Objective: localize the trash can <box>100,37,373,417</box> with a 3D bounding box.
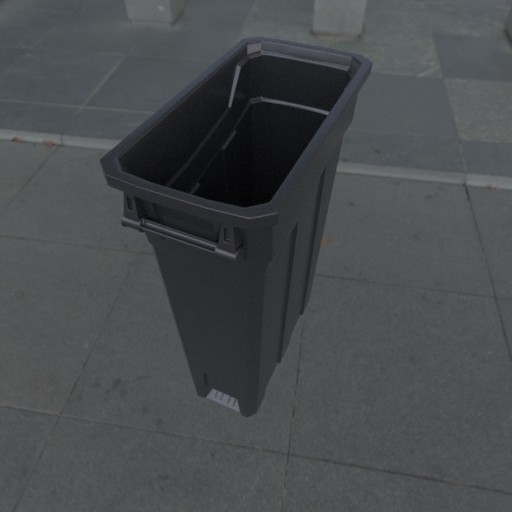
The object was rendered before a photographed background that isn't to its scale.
[{"bbox_3d":[0.000,0.000,1.033,0.281,0.762,0.559,18,50,16],"label":"trash can"}]
